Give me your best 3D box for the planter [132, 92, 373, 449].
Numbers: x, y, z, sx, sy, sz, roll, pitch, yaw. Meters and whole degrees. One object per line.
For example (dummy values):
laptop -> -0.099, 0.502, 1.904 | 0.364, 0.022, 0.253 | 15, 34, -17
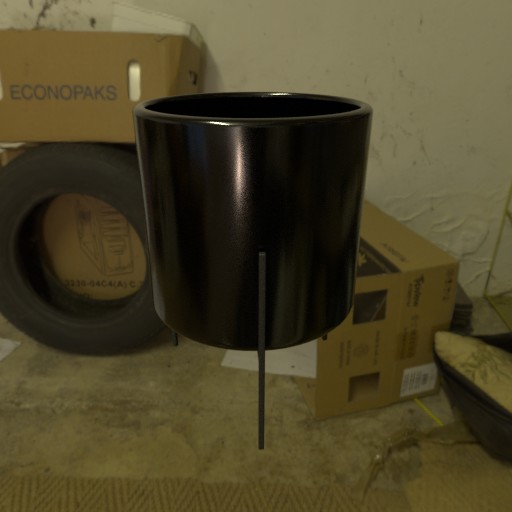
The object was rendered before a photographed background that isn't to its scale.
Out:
planter -> 0.000, 0.000, 0.656 | 0.310, 0.432, 0.310 | -8, 27, -17
